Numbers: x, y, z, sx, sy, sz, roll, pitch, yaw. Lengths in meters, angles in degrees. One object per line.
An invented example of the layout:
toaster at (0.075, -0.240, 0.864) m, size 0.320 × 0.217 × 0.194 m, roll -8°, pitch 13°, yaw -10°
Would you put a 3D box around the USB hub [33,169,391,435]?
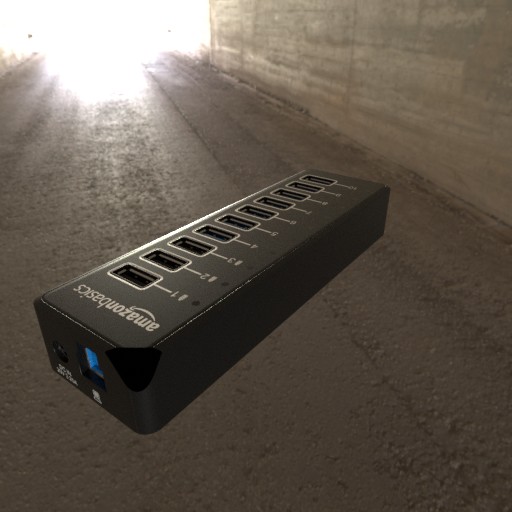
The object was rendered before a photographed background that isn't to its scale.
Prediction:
USB hub at (0.000, 0.000, 0.162) m, size 0.044 × 0.023 × 0.145 m, roll 20°, pitch 34°, yaw 32°
